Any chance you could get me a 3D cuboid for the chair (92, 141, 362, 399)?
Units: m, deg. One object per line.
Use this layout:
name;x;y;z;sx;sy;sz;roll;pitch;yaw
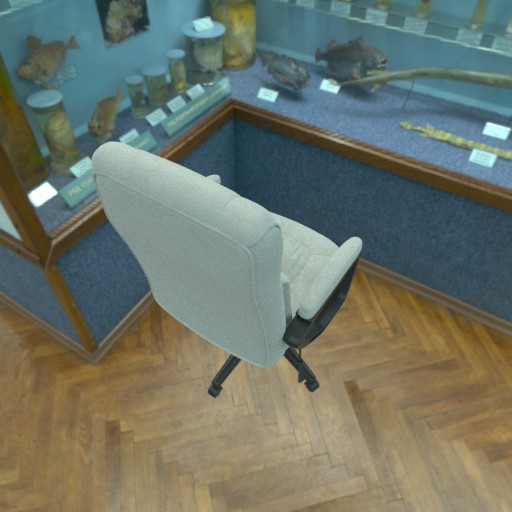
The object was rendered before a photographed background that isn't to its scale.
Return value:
chair;0.000;0.000;1.517;0.667;1.105;0.724;27;53;22
